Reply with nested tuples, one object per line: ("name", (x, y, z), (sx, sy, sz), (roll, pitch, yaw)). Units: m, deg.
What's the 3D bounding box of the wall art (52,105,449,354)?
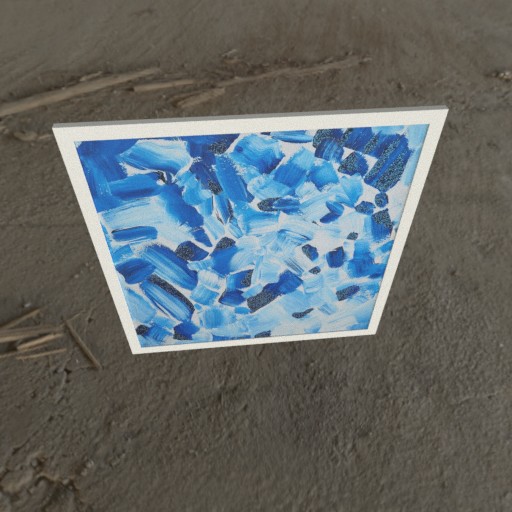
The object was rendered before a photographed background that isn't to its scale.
("wall art", (0.000, 0.000, 0.973), (0.660, 0.660, 0.015), (-4, 45, -4))
